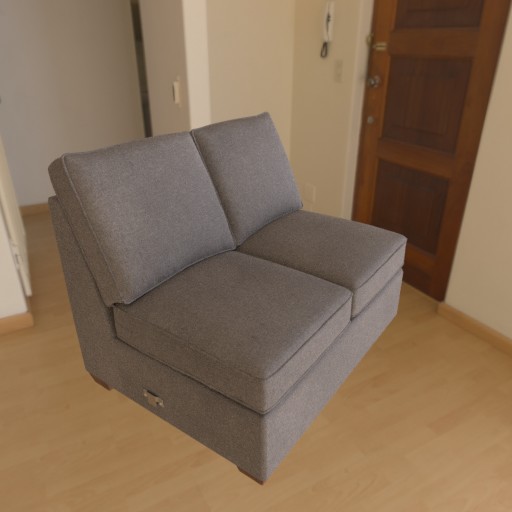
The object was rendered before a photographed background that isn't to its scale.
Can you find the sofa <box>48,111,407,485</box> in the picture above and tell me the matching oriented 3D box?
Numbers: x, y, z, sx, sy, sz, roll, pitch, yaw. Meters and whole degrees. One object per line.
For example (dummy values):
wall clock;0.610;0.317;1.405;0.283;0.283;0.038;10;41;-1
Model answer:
sofa;0.000;0.000;1.904;0.951;1.008;1.237;17;31;32
